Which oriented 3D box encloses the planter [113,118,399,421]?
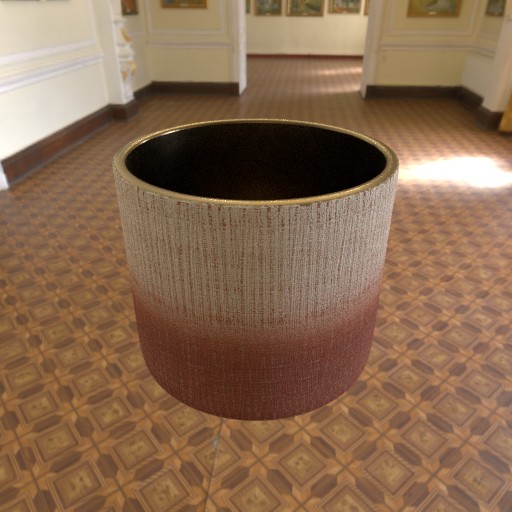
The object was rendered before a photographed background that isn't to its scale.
[{"bbox_3d":[0.000,0.000,0.453,0.254,0.221,0.254,0,30,0],"label":"planter"}]
